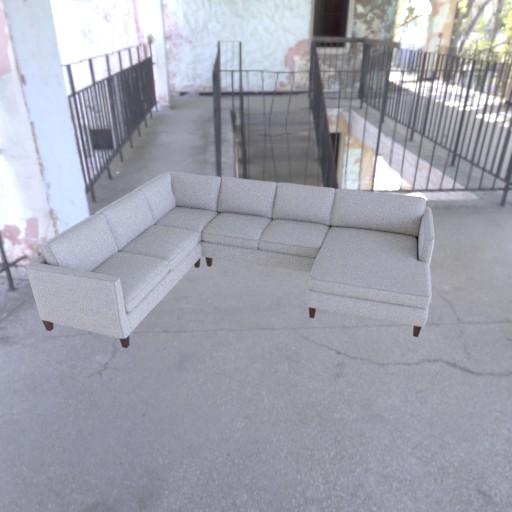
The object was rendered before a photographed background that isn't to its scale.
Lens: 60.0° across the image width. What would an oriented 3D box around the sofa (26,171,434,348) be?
[{"bbox_3d":[0.000,0.000,4.509,3.403,0.889,2.551,8,29,16],"label":"sofa"}]
